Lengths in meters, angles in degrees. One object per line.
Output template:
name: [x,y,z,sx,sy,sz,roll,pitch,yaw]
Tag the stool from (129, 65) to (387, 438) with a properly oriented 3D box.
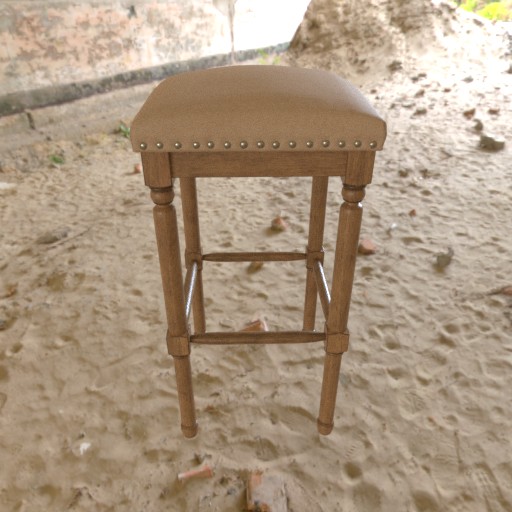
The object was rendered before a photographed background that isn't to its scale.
stool: [0.000,0.000,0.975,0.382,0.768,0.383,-1,31,-1]
